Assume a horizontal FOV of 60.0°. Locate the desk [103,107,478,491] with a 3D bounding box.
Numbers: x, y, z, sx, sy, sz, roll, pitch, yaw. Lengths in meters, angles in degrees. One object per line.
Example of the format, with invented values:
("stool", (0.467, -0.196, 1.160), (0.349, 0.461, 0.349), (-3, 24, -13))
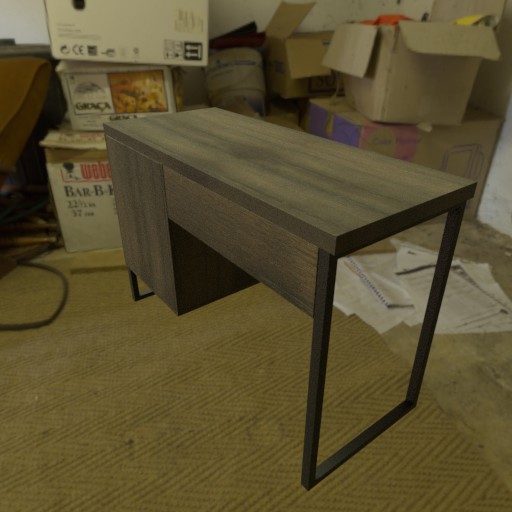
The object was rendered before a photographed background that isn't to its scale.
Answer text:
("desk", (0.000, 0.000, 1.497), (0.511, 0.752, 1.134), (-20, 35, -32))
